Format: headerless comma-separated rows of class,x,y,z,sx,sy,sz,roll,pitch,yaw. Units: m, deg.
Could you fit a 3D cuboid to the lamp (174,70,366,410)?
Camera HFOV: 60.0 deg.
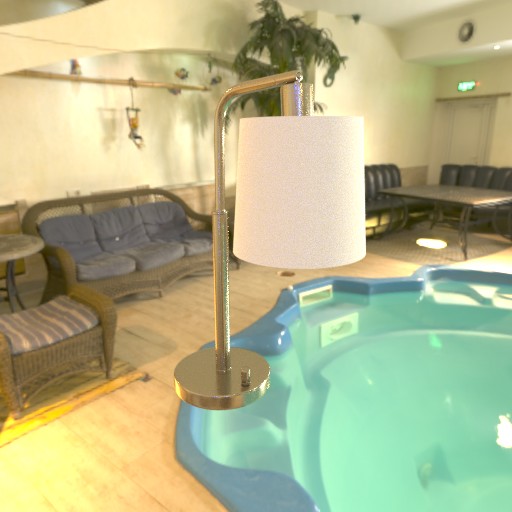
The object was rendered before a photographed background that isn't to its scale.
lamp,0.000,0.000,0.643,0.171,0.489,0.333,-14,21,-42
